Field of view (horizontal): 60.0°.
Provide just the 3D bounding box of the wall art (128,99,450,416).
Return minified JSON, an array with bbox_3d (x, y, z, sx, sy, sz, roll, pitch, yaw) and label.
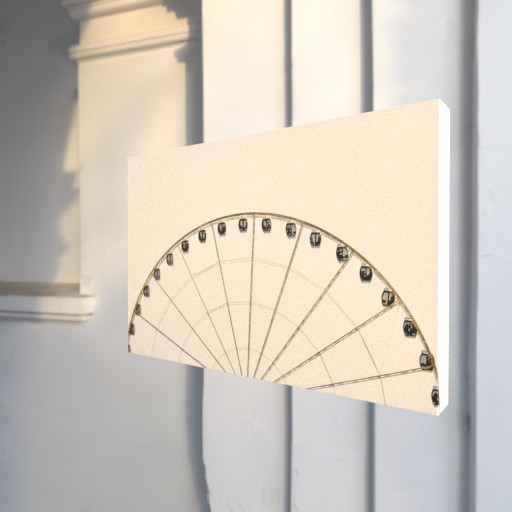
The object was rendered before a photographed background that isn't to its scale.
[{"bbox_3d":[0.000,0.000,0.480,0.384,0.254,0.039,1,1,36],"label":"wall art"}]
